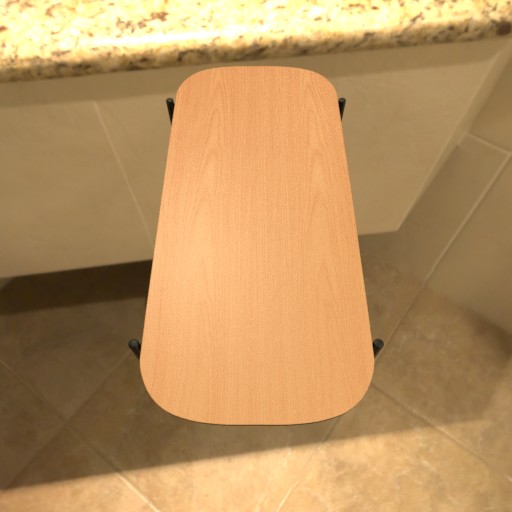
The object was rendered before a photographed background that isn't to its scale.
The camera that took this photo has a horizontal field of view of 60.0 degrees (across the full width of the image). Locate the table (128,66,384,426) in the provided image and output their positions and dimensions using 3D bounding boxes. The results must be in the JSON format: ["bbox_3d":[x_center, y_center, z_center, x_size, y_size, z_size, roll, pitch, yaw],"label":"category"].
[{"bbox_3d":[0.000,0.000,1.006,0.400,0.400,0.800,0,59,0],"label":"table"}]
